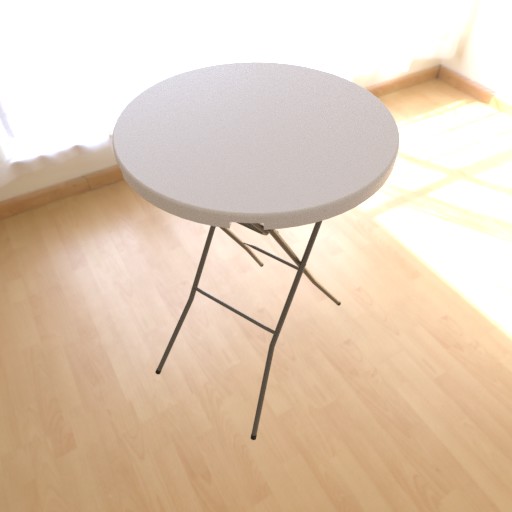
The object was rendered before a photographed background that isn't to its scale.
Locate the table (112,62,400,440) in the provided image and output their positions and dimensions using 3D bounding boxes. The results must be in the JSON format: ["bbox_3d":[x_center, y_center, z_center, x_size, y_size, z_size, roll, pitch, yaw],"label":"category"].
[{"bbox_3d":[0.000,0.000,1.647,0.792,1.105,0.795,26,52,23],"label":"table"}]
